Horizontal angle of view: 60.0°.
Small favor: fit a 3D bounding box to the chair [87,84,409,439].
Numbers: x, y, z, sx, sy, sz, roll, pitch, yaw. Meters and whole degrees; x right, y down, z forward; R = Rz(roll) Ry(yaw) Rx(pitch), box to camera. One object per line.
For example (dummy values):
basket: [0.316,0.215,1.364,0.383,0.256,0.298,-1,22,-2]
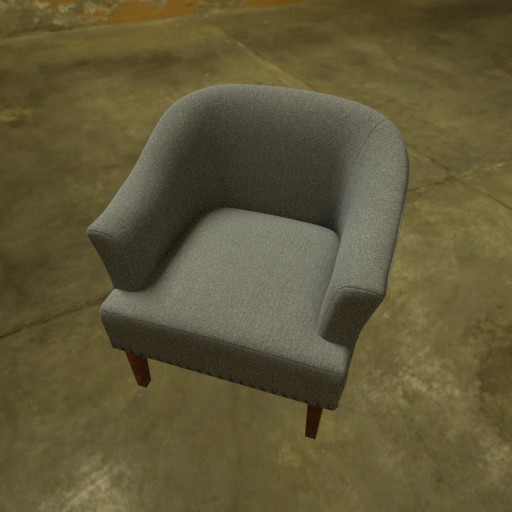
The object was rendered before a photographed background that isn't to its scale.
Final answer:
chair: [0.000,0.000,1.391,0.798,0.815,0.704,12,42,14]
